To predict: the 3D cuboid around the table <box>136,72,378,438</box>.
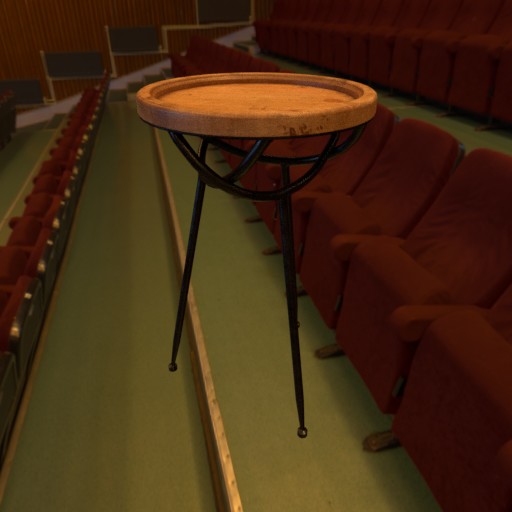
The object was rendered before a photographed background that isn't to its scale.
[{"bbox_3d":[0.000,0.000,0.929,0.414,0.664,0.418,-7,31,-13],"label":"table"}]
